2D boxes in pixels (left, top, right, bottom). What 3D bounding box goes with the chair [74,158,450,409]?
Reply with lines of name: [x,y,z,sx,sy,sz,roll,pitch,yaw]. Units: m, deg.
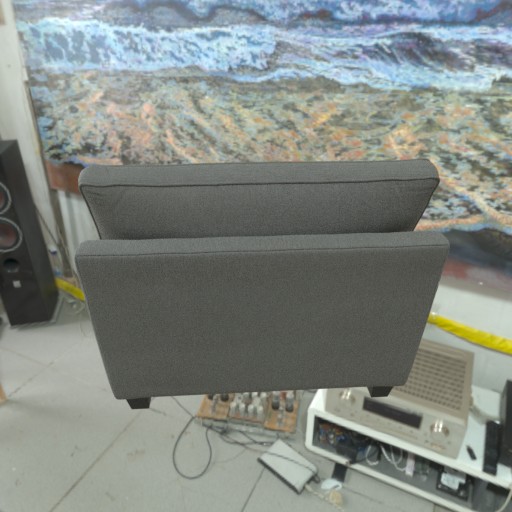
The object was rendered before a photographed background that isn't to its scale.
chair: [0.000,0.000,1.966,1.220,1.016,1.041,-2,28,-3]
